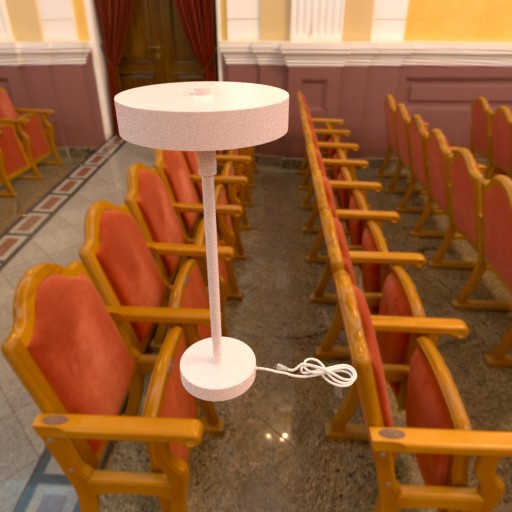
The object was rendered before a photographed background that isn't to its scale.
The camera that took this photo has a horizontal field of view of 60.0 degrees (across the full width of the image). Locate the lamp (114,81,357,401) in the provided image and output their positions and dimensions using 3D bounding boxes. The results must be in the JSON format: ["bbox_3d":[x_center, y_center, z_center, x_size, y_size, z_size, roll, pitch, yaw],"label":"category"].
[{"bbox_3d":[0.000,0.000,0.707,0.369,0.508,0.229,1,29,3],"label":"lamp"}]
